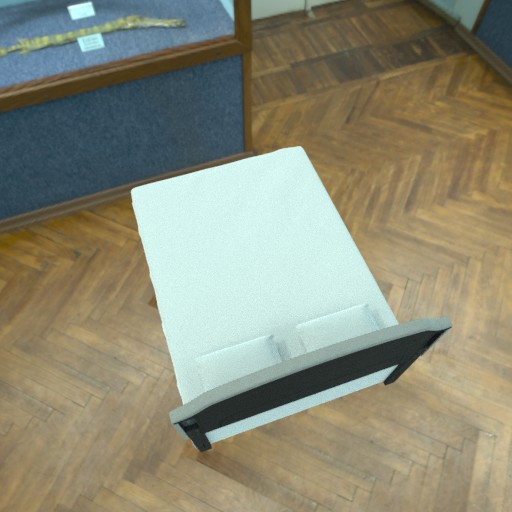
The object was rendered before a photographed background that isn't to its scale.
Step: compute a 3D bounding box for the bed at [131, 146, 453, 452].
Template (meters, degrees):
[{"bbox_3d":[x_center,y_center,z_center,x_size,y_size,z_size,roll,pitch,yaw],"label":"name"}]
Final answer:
[{"bbox_3d":[0.000,0.000,3.071,1.558,1.270,1.999,-16,60,-10],"label":"bed"}]
